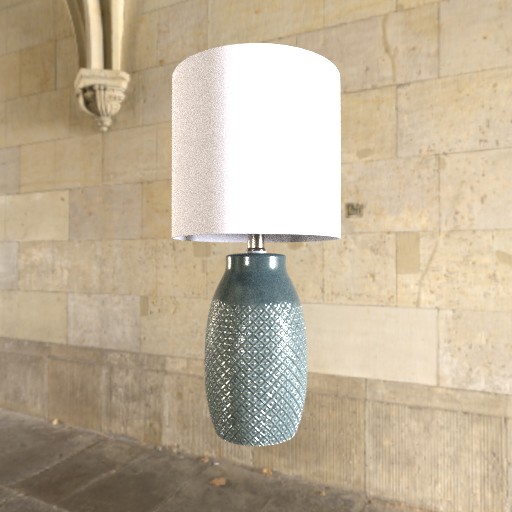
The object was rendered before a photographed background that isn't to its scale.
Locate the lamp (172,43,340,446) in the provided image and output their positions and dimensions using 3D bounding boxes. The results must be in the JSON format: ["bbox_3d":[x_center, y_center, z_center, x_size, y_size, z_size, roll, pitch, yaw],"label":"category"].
[{"bbox_3d":[0.000,0.000,0.579,0.217,0.453,0.217,0,-1,-17],"label":"lamp"}]
